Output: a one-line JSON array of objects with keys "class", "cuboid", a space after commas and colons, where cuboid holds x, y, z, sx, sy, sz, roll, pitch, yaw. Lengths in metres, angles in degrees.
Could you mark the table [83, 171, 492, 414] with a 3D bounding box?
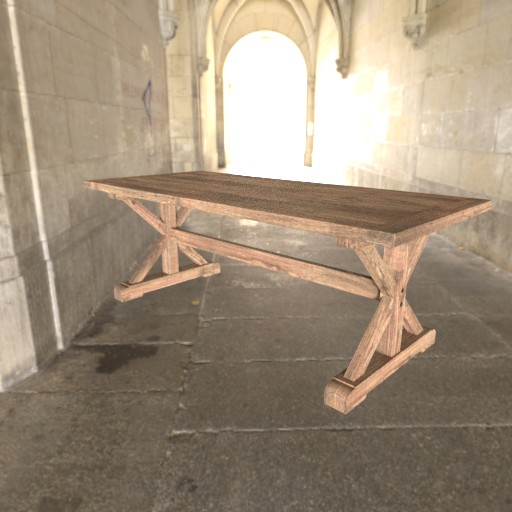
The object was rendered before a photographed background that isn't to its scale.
[{"class": "table", "cuboid": [0.000, 0.000, 2.424, 2.031, 0.733, 0.907, 15, 22, 42]}]
